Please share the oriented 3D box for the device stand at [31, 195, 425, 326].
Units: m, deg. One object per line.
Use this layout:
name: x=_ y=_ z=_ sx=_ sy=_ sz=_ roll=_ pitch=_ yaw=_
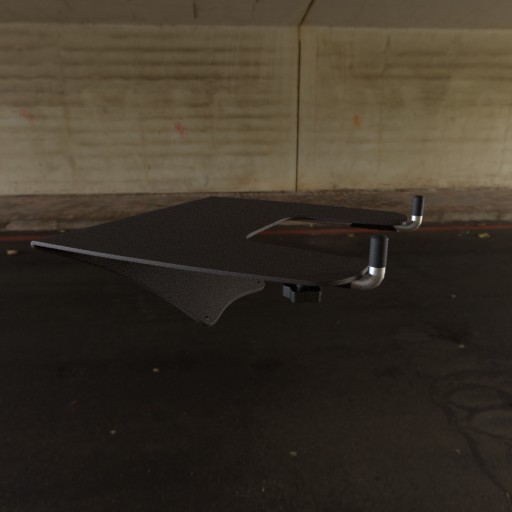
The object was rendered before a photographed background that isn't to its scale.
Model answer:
device stand: x=0.000 y=0.000 z=0.357 sx=0.230 sy=0.092 sz=0.230 roll=8 pitch=18 yaw=25
